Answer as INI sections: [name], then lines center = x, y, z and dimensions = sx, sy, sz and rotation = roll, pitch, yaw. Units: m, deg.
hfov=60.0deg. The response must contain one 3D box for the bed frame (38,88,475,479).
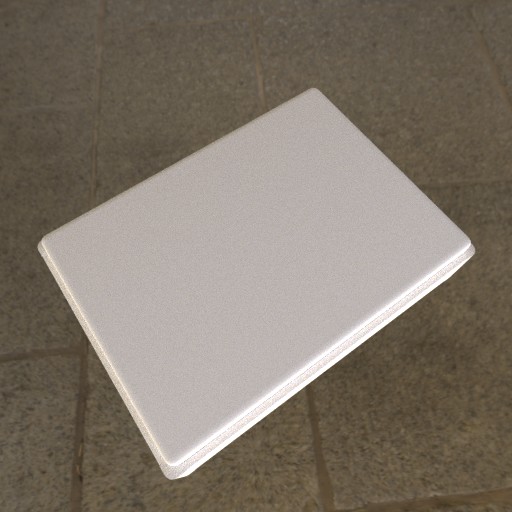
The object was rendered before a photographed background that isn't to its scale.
[bed frame]
center = 0.000, 0.000, 2.459
dimensions = 1.900, 0.406, 1.400
rotation = -33, 70, -14
